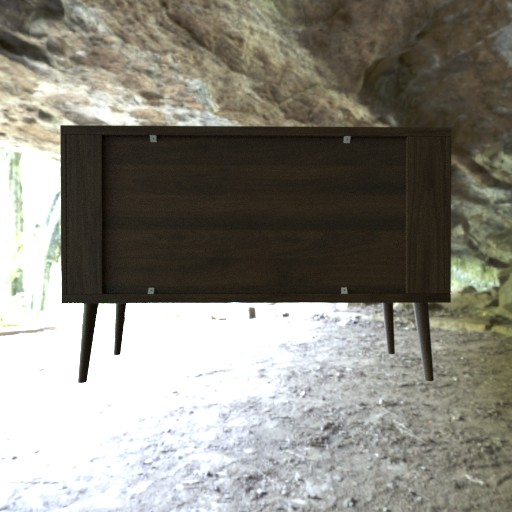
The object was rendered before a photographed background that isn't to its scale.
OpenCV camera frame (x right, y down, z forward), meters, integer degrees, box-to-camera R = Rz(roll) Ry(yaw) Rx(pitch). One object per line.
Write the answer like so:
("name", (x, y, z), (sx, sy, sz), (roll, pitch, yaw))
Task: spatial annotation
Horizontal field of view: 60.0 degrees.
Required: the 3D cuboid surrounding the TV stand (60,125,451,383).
("TV stand", (0.000, 0.000, 1.326), (0.990, 0.660, 0.405), (0, 0, -1))
